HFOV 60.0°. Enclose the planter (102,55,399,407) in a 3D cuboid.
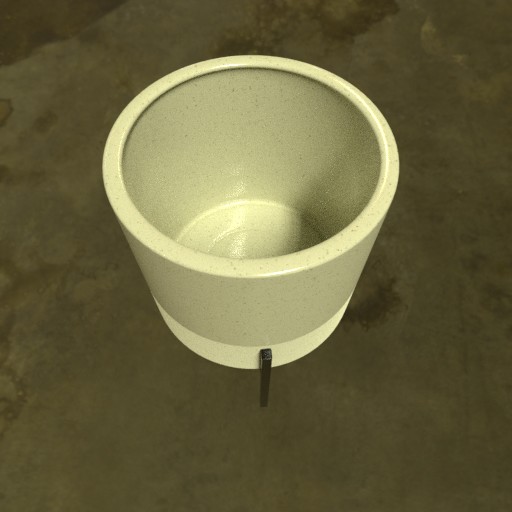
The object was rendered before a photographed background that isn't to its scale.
[{"bbox_3d":[0.000,0.000,0.329,0.159,0.230,0.152,-33,65,-18],"label":"planter"}]
